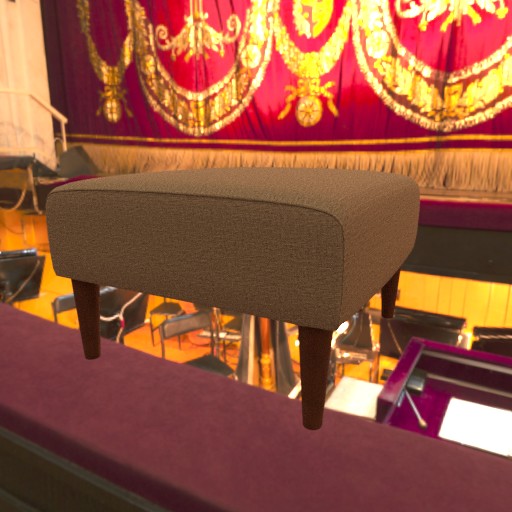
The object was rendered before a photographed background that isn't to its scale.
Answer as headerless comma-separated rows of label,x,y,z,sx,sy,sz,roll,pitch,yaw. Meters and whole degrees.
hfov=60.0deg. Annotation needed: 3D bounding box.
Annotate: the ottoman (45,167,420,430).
ottoman,0.000,0.000,1.044,0.649,0.398,0.650,7,16,28
